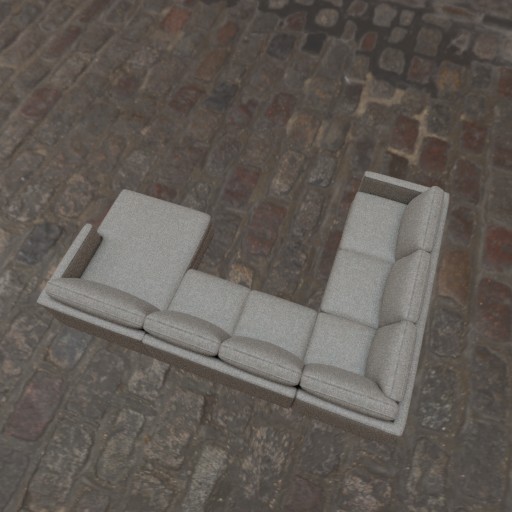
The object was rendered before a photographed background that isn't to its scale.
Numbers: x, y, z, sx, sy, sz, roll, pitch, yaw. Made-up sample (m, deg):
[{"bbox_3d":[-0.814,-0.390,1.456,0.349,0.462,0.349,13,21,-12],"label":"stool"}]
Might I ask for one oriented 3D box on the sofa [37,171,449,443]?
[{"bbox_3d":[0.000,0.000,4.530,3.403,0.889,2.551,18,64,9],"label":"sofa"}]
